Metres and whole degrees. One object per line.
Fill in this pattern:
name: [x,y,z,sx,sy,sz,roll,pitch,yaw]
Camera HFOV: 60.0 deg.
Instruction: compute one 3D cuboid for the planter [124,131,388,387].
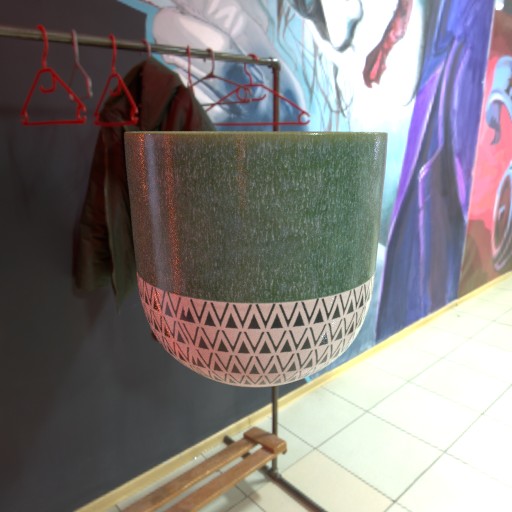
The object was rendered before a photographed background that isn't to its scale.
planter: [0.000,0.000,0.500,0.266,0.270,0.266,0,16,0]
